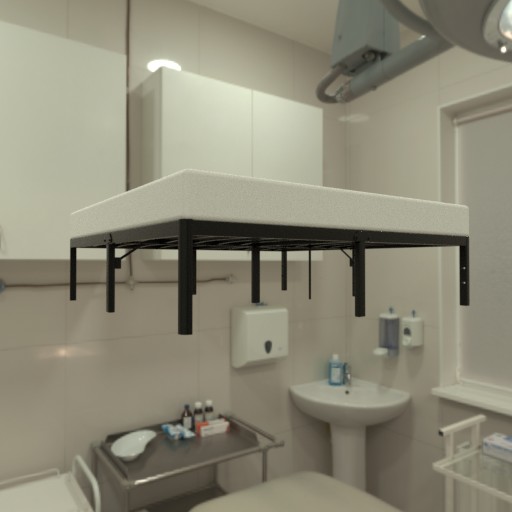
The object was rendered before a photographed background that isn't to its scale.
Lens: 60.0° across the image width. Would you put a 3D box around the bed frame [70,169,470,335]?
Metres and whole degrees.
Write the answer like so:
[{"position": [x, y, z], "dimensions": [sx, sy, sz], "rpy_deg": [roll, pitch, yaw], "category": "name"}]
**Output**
[{"position": [0.000, 0.000, 3.118], "dimensions": [2.079, 0.659, 1.963], "rpy_deg": [1, -1, -35], "category": "bed frame"}]
